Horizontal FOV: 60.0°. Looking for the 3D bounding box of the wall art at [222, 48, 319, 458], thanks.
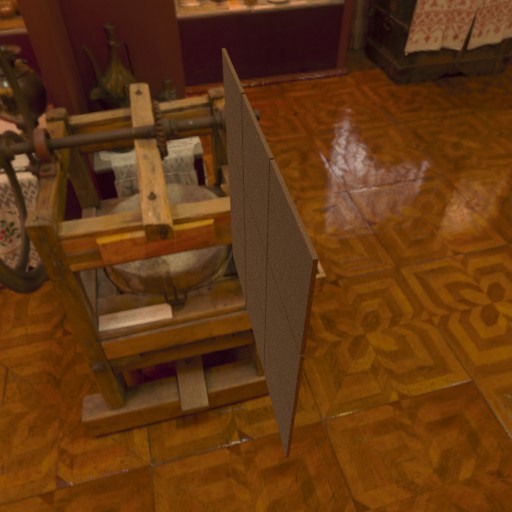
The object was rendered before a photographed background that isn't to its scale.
[{"bbox_3d":[0.000,0.000,1.386,0.010,0.917,0.919,-9,47,-9],"label":"wall art"}]
